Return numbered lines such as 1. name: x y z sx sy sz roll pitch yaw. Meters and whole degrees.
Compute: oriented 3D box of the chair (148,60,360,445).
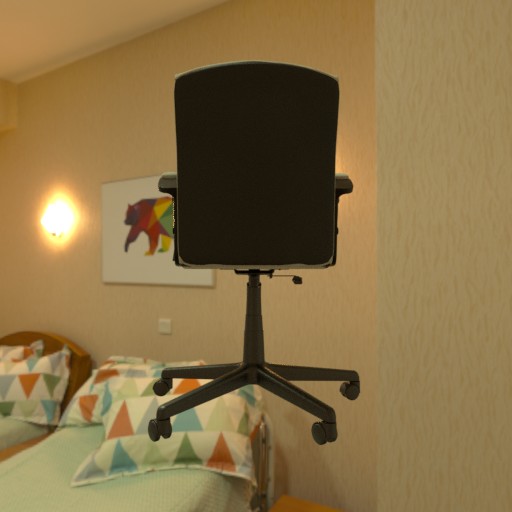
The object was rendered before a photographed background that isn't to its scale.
1. chair: 0.000 0.000 1.472 0.739 1.004 0.717 0 -1 -1
